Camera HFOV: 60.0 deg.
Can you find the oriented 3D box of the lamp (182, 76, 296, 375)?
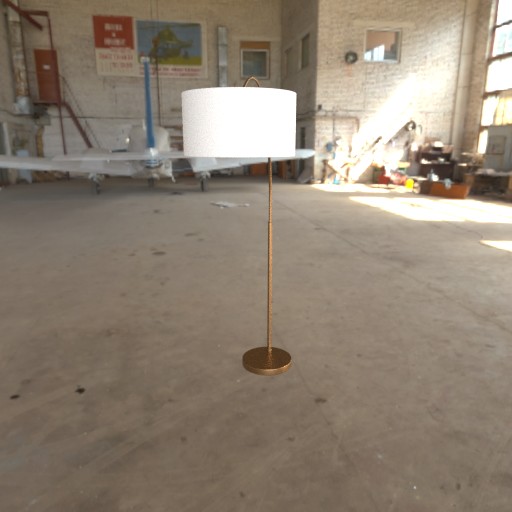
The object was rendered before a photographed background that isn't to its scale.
[{"bbox_3d":[0.000,0.000,2.577,0.493,1.927,1.434,2,14,9],"label":"lamp"}]
